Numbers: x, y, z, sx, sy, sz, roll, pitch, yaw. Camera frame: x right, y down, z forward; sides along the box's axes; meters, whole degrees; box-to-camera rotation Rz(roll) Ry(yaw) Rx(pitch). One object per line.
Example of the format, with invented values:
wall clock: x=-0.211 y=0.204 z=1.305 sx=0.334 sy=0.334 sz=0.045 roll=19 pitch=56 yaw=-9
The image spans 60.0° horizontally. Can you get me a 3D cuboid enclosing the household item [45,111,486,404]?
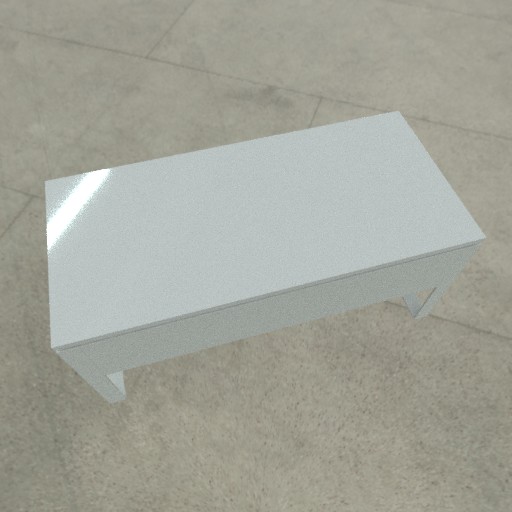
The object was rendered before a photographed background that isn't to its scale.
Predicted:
household item: x=0.000 y=0.000 z=2.178 sx=1.700 sy=0.745 sz=0.800 roll=-13 pitch=58 yaw=-9
